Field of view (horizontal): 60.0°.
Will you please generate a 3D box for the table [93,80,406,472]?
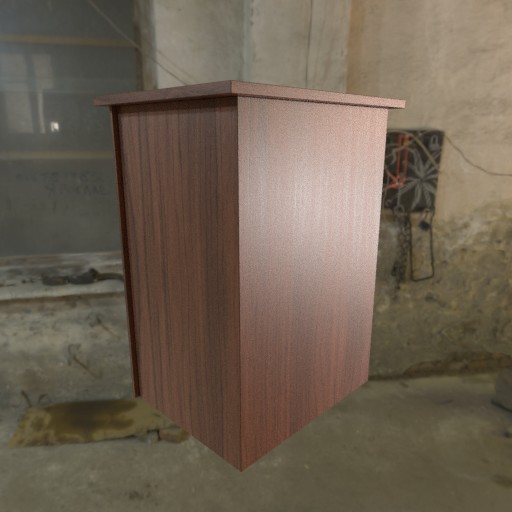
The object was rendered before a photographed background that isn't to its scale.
[{"bbox_3d":[0.000,0.000,0.947,0.381,0.636,0.480,15,21,43],"label":"table"}]
